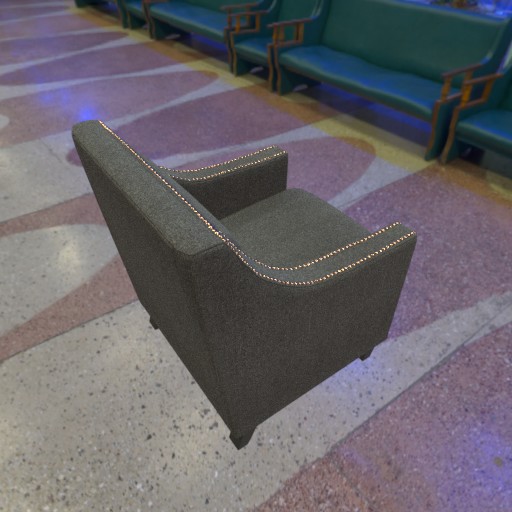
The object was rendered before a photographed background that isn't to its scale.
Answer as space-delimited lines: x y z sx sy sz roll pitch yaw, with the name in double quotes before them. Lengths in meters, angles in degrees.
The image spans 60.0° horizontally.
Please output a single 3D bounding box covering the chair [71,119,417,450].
"chair" 0.000 0.000 1.617 0.884 0.967 0.776 -25 47 -26
